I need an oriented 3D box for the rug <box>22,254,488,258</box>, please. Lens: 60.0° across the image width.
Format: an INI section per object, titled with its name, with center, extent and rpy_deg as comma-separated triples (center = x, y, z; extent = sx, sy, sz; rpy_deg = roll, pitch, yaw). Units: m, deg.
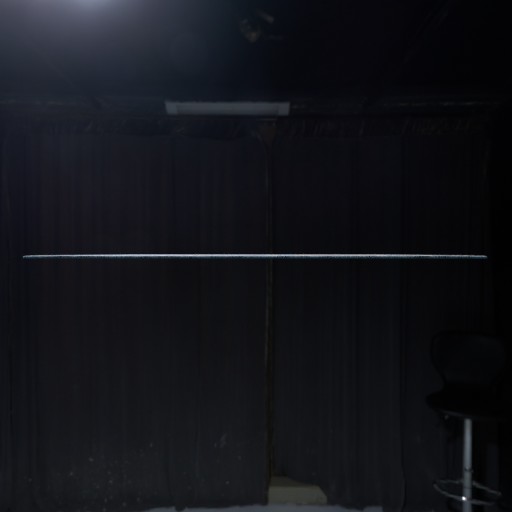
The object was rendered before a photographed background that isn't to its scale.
[rug]
center = 0.000, 0.000, 2.880
extent = 2.207, 0.014, 1.567
rpy_deg = 0, 0, 1
